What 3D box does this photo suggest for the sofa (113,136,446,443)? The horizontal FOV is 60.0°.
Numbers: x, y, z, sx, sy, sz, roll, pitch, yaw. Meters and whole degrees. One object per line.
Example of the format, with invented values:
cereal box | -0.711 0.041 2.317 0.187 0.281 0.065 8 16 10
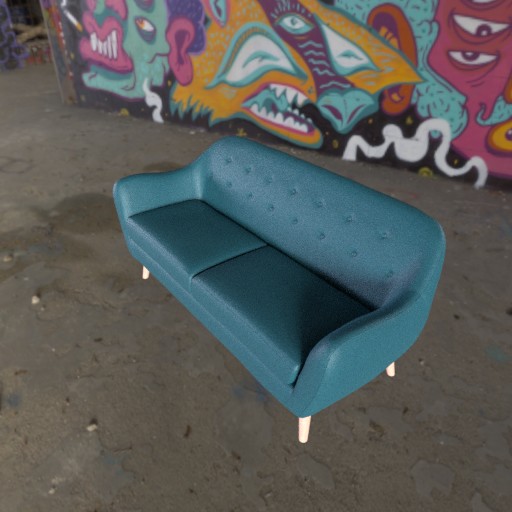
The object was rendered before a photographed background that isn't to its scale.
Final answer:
sofa | 0.000 0.000 2.338 0.820 0.836 1.840 -22 38 -31
